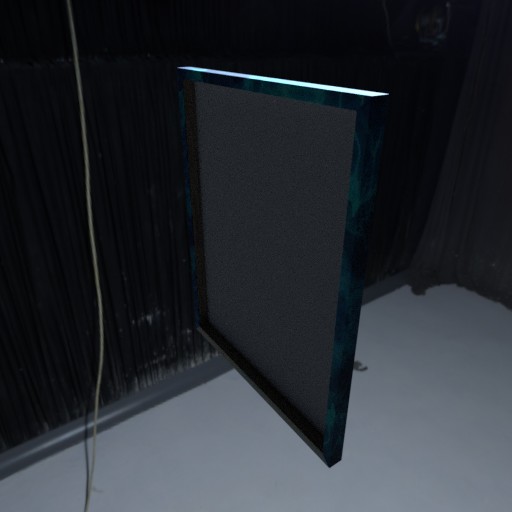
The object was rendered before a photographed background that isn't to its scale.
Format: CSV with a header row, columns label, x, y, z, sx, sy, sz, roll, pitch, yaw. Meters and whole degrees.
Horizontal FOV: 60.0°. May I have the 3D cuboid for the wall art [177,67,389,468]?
label,x,y,z,sx,sy,sz,roll,pitch,yaw
wall art,0.000,0.000,1.013,0.038,0.760,0.609,-18,32,-30
